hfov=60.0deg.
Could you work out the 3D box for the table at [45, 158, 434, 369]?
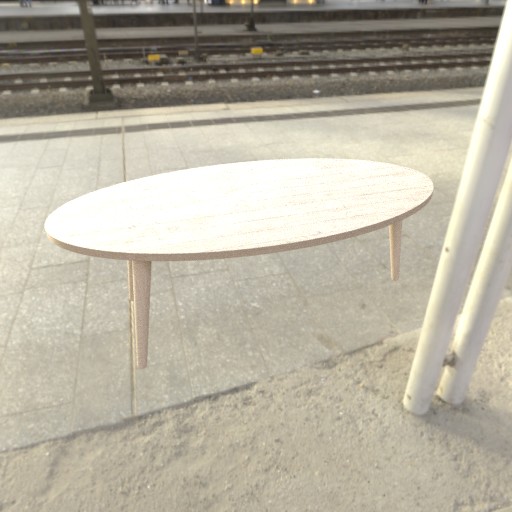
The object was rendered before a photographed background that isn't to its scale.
[{"bbox_3d":[0.000,0.000,1.326,1.083,0.390,0.542,-9,33,-15],"label":"table"}]
